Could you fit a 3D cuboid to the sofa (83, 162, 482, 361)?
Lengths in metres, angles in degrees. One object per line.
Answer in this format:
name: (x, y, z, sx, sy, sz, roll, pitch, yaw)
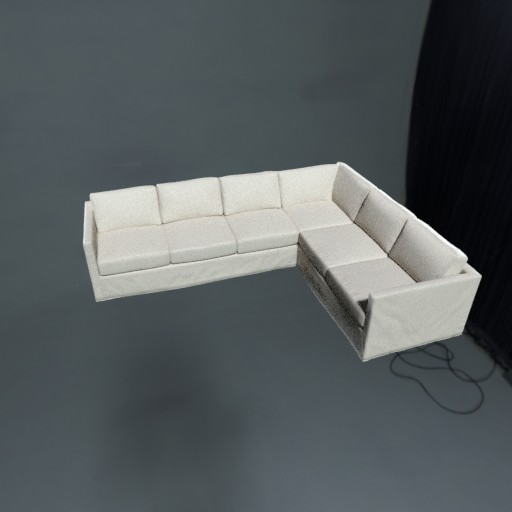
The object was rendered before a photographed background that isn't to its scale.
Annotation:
sofa: (0.000, 0.000, 4.372, 3.182, 0.871, 2.432, -9, 34, -14)
